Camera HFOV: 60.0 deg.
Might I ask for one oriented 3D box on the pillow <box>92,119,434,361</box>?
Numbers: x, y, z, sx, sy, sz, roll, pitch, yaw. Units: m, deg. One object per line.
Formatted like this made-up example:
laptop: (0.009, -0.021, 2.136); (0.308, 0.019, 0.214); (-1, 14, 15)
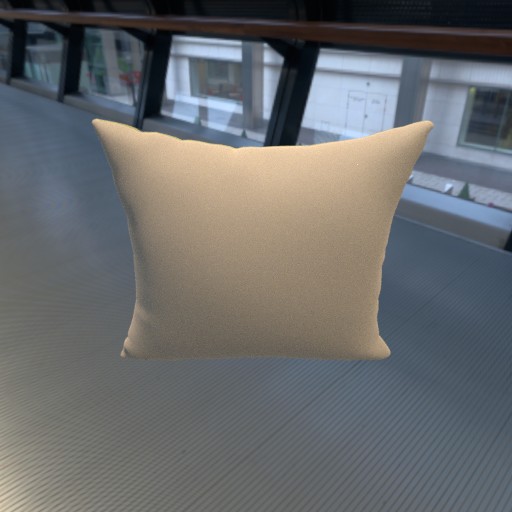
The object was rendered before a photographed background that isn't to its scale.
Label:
pillow: (0.000, 0.000, 0.807); (0.560, 0.487, 0.229); (0, 29, 0)
